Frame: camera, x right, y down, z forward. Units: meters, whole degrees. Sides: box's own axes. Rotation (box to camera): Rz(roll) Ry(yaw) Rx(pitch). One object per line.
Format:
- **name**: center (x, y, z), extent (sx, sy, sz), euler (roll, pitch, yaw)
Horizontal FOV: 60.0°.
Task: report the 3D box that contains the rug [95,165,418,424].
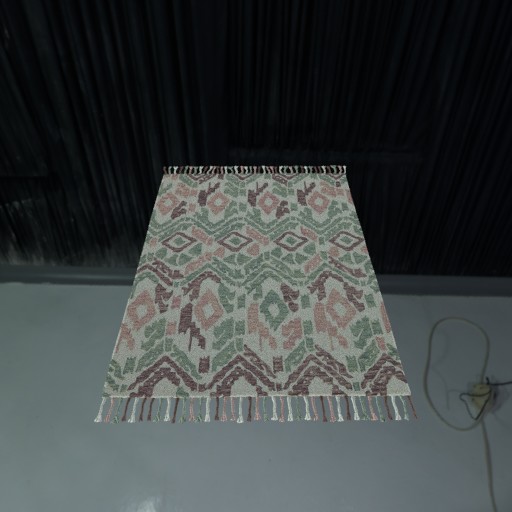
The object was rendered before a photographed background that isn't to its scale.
- **rug**: center (0.000, 0.000, 2.294), extent (1.219, 0.010, 1.829), euler (0, 41, 0)
